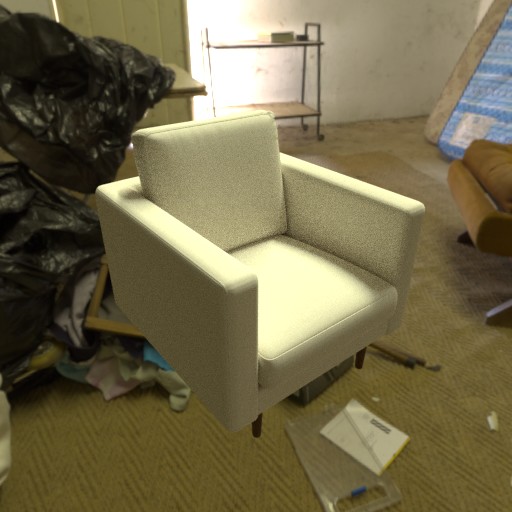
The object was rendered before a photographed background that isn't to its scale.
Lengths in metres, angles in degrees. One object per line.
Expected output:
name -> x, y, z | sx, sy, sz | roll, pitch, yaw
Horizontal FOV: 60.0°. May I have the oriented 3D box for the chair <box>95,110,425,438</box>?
chair -> 0.000, 0.000, 1.635 | 0.831, 0.899, 0.879 | -21, 36, -33
